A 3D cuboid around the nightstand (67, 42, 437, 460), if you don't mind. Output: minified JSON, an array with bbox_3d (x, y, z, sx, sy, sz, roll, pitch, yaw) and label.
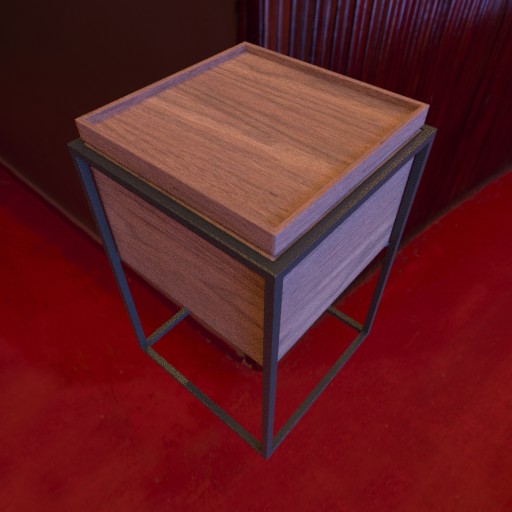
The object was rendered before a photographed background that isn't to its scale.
[{"bbox_3d":[0.000,0.000,0.861,0.397,0.607,0.397,32,55,27],"label":"nightstand"}]
